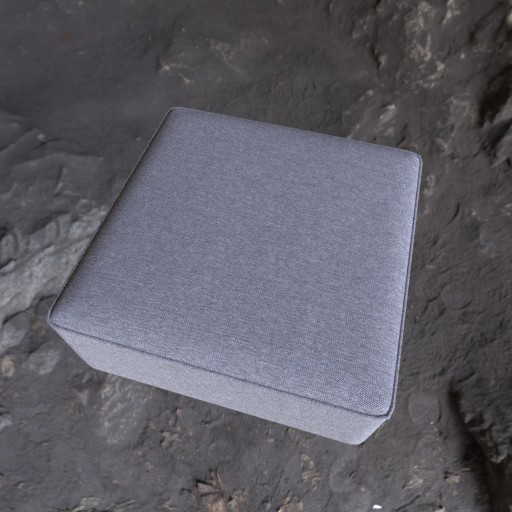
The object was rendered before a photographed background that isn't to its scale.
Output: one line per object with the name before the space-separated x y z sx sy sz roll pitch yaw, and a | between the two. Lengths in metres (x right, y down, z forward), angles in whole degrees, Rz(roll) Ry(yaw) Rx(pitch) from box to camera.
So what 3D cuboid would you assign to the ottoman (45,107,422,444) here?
ottoman | 0.000 0.000 1.597 1.005 0.455 1.005 14 58 9
